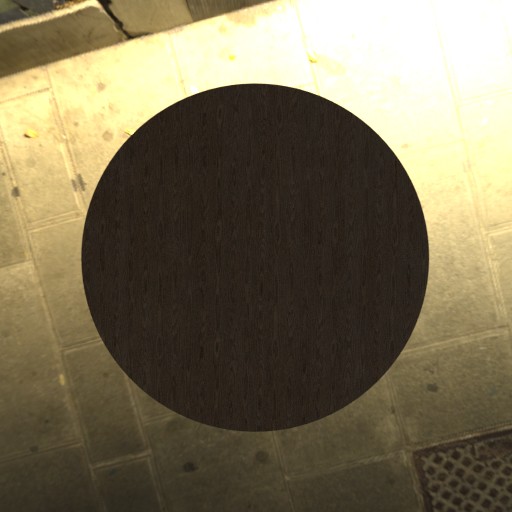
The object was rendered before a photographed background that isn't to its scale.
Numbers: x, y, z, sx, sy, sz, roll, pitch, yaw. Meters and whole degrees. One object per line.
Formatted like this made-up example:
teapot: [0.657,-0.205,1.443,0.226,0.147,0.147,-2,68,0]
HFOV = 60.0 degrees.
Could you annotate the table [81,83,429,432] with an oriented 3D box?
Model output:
table: [0.000,0.000,1.731,1.053,0.786,1.053,0,91,1]
